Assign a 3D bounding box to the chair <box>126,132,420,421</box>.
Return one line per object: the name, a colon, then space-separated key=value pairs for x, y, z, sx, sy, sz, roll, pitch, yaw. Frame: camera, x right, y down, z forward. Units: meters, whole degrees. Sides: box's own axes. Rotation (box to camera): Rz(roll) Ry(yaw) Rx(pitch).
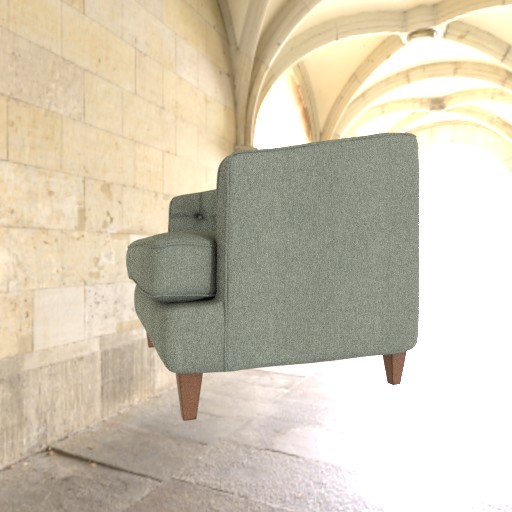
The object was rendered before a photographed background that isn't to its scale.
chair: x=0.000 y=0.000 z=1.733 sx=0.945 sy=0.852 sz=1.094 roll=0 pitch=0 yaw=-19
